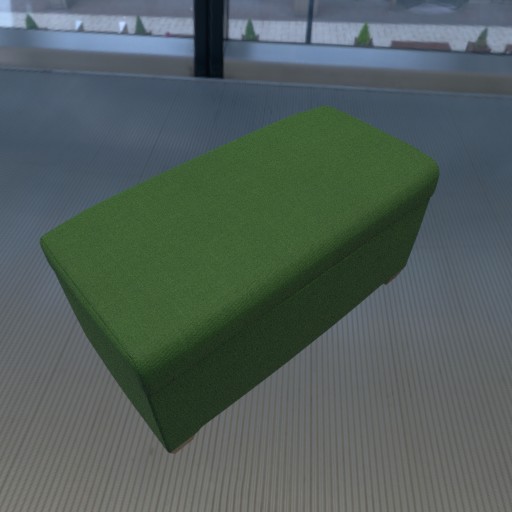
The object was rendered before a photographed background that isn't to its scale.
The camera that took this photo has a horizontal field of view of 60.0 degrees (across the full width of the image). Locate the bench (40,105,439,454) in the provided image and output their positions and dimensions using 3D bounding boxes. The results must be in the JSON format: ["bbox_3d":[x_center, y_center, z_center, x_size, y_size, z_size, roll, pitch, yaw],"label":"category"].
[{"bbox_3d":[0.000,0.000,1.295,0.989,0.501,0.505,-32,54,-27],"label":"bench"}]
